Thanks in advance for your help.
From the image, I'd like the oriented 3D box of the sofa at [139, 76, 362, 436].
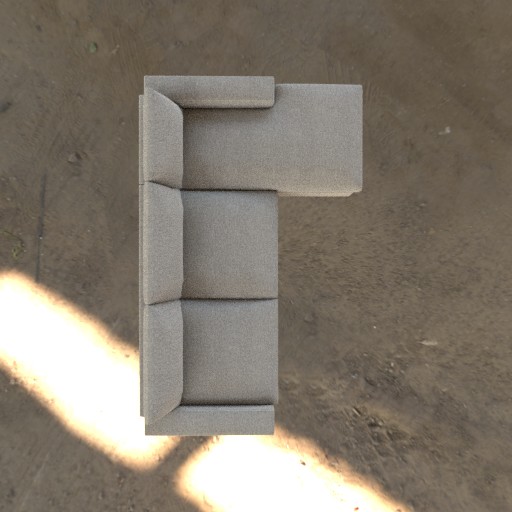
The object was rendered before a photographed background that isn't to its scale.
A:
[{"bbox_3d":[0.000,0.000,3.441,1.689,0.813,2.718,0,90,-1],"label":"sofa"}]
